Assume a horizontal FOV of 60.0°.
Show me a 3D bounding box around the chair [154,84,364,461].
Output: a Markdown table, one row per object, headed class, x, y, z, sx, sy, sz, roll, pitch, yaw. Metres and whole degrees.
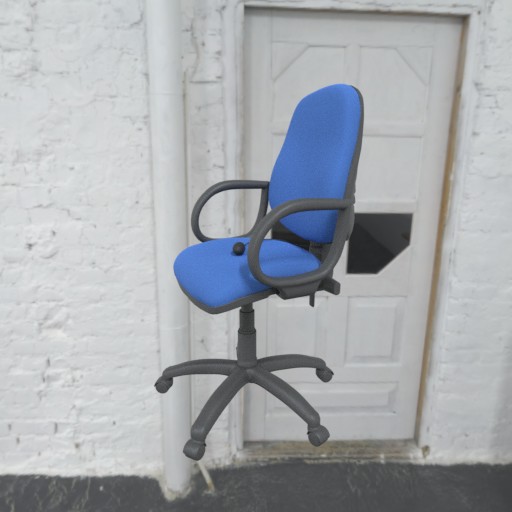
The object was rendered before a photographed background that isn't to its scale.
| class | x | y | z | sx | sy | sz | roll | pitch | yaw |
| --- | --- | --- | --- | --- | --- | --- | --- | --- | --- |
| chair | 0.000 | 0.000 | 1.227 | 0.549 | 0.905 | 0.552 | -7 | 17 | -24 |
